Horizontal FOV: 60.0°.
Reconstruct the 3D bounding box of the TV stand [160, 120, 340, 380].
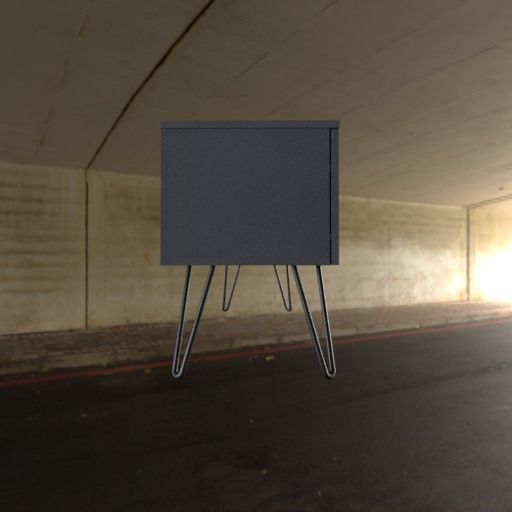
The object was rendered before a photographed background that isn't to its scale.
[{"bbox_3d":[0.000,0.000,1.648,0.400,0.560,1.400,0,-1,0],"label":"TV stand"}]
